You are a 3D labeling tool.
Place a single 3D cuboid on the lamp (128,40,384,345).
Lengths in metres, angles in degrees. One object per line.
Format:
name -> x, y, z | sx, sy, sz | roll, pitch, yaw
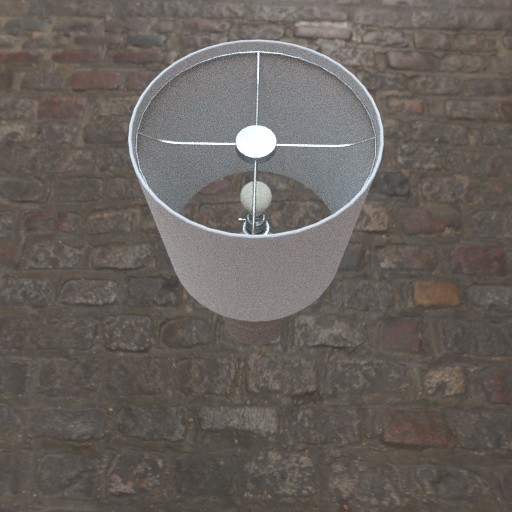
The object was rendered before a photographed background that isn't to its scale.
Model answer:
lamp -> 0.000, 0.000, 0.591 | 0.212, 0.493, 0.212 | 1, 64, 1
